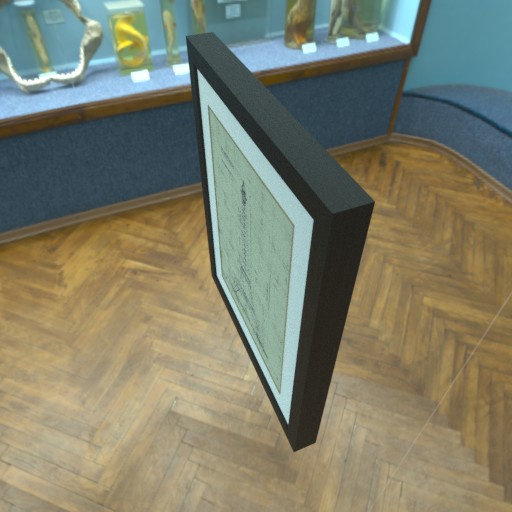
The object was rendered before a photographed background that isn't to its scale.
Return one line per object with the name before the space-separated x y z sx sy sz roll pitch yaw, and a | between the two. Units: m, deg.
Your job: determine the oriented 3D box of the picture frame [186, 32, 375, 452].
picture frame | 0.000 0.000 0.739 0.044 0.555 0.452 -17 48 -16
